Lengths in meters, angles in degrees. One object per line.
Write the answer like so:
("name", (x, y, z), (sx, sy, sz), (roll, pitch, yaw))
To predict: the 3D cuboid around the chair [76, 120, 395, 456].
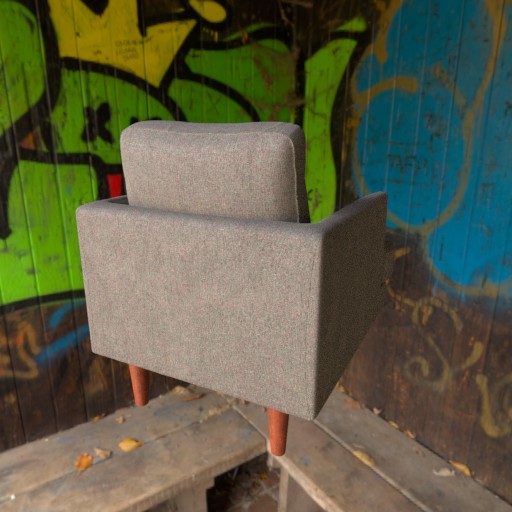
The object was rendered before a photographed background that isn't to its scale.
("chair", (0.000, 0.000, 1.639), (0.858, 0.957, 0.899), (9, 19, 26))
